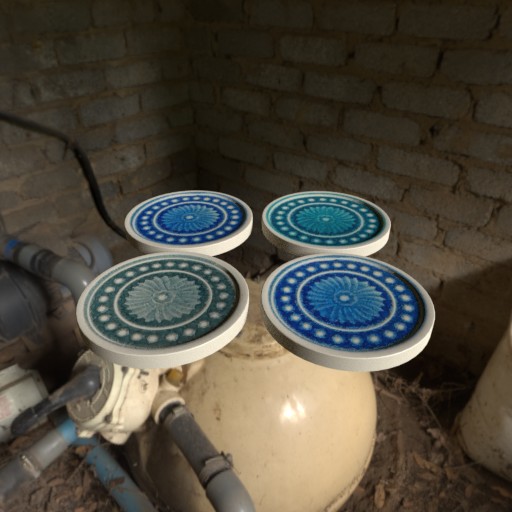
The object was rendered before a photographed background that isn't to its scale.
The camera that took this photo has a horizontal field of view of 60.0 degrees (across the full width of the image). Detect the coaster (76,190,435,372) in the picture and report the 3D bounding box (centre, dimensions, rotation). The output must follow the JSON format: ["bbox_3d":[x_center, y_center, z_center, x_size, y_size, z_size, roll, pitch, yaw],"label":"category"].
[{"bbox_3d":[0.000,0.000,0.333,0.224,0.010,0.220,1,32,1],"label":"coaster"}]
